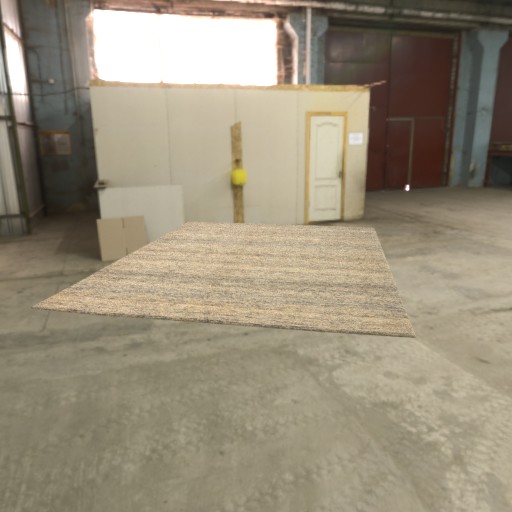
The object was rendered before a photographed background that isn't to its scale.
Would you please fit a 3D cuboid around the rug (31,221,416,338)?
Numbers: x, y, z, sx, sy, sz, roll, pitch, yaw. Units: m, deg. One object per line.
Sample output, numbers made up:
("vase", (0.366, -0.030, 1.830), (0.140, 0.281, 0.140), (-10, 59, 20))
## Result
("rug", (0.000, 0.000, 4.218), (2.414, 0.036, 3.199), (3, 15, 10))
